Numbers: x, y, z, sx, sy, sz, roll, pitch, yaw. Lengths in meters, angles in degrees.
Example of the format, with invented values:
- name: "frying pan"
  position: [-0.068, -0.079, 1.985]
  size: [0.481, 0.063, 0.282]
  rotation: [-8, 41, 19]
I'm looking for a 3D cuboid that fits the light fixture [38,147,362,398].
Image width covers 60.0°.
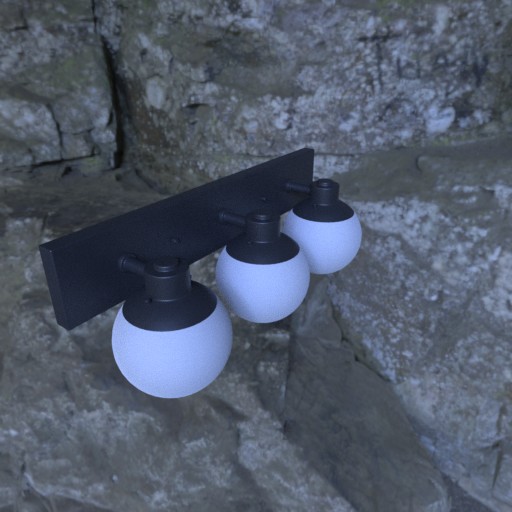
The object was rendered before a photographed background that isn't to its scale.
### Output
- name: "light fixture"
  position: [0.000, 0.000, 0.870]
  size: [0.218, 0.263, 0.721]
  rotation: [18, 32, 32]
